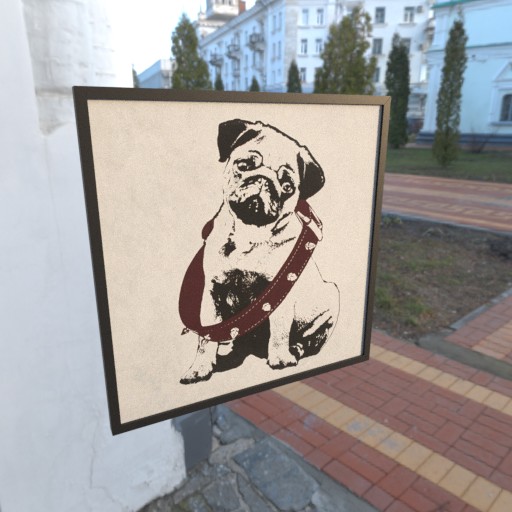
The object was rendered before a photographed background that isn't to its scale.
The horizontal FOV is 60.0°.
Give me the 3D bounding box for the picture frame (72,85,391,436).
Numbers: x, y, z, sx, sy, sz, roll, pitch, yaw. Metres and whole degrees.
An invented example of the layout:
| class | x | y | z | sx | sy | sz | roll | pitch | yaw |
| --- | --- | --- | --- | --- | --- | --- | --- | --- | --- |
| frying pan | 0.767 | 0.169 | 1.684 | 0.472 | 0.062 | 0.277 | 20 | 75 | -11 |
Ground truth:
| class | x | y | z | sx | sy | sz | roll | pitch | yaw |
| --- | --- | --- | --- | --- | --- | --- | --- | --- | --- |
| picture frame | 0.000 | 0.000 | 1.115 | 0.775 | 0.775 | 0.032 | -8 | 19 | -26 |
